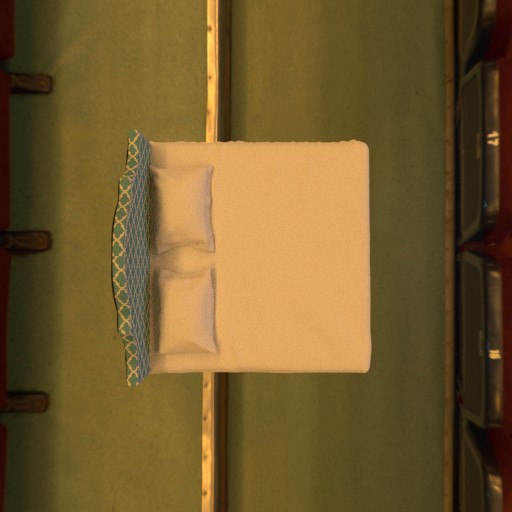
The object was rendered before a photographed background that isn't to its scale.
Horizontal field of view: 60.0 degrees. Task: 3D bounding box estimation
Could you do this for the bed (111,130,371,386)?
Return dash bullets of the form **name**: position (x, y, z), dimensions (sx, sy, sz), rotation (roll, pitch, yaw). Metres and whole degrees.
- **bed**: position (0.000, 0.000, 3.814), dimensions (2.222, 1.601, 2.314), rotation (0, 89, 0)
